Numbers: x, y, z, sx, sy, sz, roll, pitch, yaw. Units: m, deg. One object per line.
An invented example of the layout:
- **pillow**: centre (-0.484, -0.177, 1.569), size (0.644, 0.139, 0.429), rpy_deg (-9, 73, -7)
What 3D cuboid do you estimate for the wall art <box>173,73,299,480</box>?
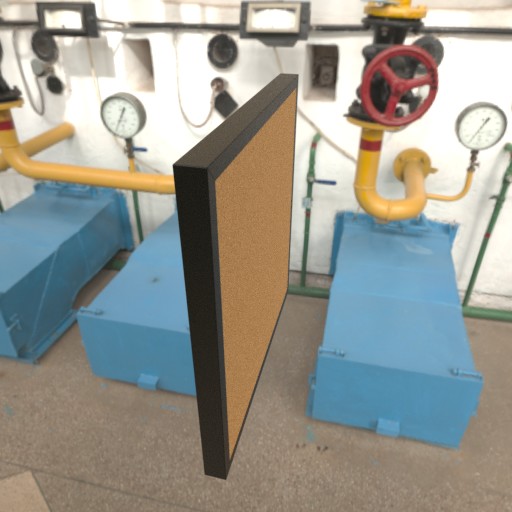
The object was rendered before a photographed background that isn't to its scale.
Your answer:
- **wall art**: centre (0.000, 0.000, 0.765), size (0.036, 0.508, 0.508), rpy_deg (8, 33, 12)
